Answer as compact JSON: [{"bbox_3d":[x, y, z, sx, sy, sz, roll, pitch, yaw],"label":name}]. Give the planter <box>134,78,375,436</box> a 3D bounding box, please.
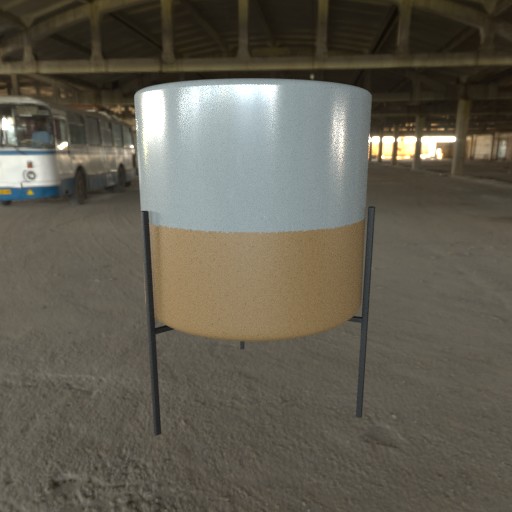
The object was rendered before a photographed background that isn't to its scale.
[{"bbox_3d":[0.000,0.000,0.630,0.310,0.432,0.310,2,14,7],"label":"planter"}]
